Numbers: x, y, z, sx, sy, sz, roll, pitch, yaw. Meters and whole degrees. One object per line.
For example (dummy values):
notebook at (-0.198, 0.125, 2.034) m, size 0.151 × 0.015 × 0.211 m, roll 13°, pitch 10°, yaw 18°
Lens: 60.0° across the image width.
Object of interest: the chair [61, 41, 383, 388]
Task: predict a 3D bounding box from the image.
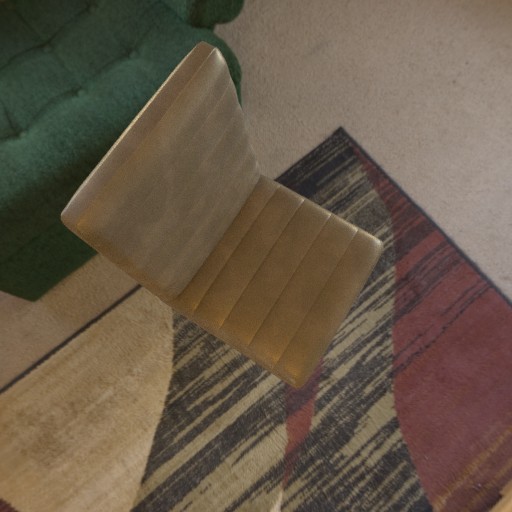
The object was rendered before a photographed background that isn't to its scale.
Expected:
chair at (0.000, 0.000, 1.320) m, size 0.634 × 0.930 × 0.520 m, roll 31°, pitch 77°, yaw 8°
